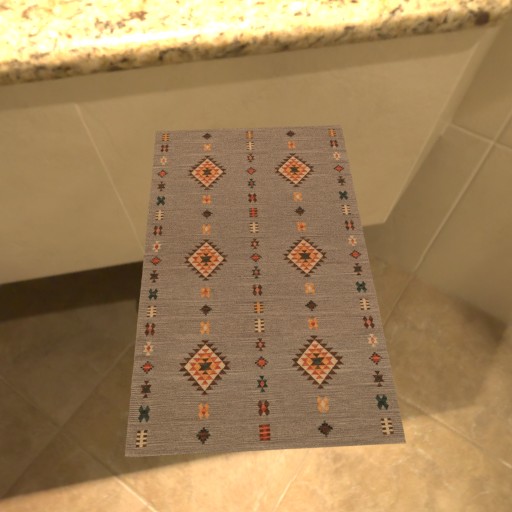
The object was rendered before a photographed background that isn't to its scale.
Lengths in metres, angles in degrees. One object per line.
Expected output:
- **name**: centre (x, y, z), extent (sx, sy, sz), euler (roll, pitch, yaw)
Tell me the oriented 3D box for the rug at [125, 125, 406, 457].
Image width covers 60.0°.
- **rug**: centre (0.000, 0.000, 2.997), extent (1.515, 0.007, 2.427), euler (-2, 59, -1)
